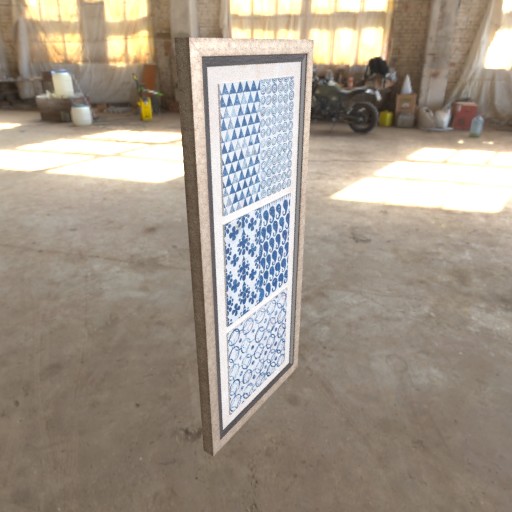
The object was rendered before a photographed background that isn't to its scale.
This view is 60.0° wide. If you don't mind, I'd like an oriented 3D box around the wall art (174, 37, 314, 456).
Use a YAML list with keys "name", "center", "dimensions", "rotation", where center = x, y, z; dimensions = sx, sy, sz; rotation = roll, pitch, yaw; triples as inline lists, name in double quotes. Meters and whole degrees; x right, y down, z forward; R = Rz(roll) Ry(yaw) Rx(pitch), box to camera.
- name: "wall art"
  center: [0.000, 0.000, 1.659]
  dimensions: [0.051, 1.461, 0.648]
  rotation: [17, 30, 31]
